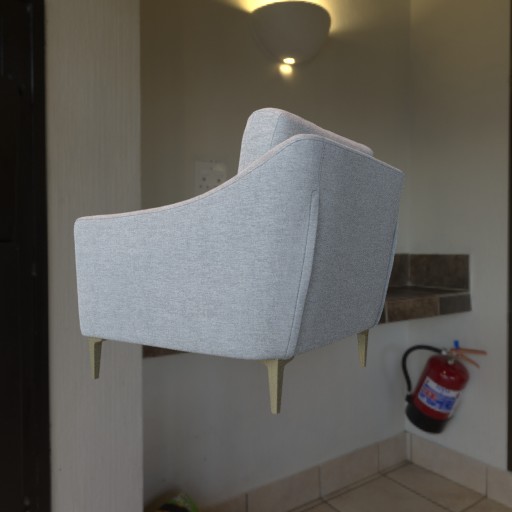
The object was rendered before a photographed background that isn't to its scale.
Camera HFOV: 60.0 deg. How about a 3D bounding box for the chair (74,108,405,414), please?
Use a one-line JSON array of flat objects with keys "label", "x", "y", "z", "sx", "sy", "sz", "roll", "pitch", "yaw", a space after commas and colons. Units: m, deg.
[{"label": "chair", "x": 0.000, "y": 0.000, "z": 1.723, "sx": 0.961, "sy": 0.902, "sz": 0.986, "roll": 1, "pitch": 1, "yaw": 37}]
